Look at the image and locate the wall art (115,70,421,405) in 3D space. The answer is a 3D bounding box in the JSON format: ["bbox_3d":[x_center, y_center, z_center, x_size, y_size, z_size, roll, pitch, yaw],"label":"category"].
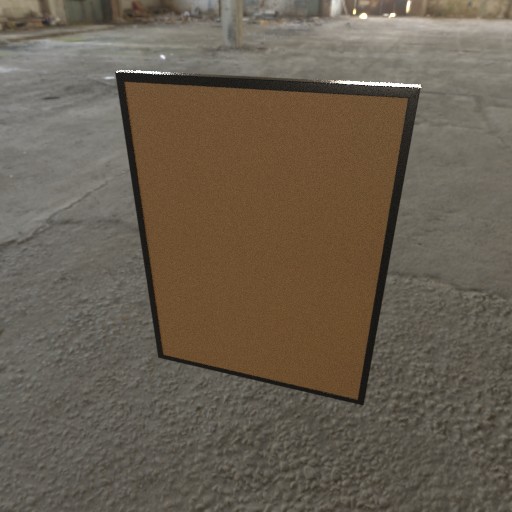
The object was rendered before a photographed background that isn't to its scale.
[{"bbox_3d":[0.000,0.000,1.407,0.804,1.061,0.039,9,32,15],"label":"wall art"}]
